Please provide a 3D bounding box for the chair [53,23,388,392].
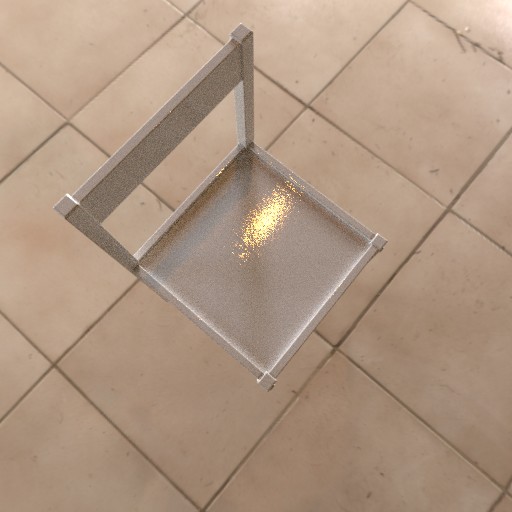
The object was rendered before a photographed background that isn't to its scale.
[{"bbox_3d":[0.000,0.000,0.679,0.285,0.505,0.285,39,78,10],"label":"chair"}]
